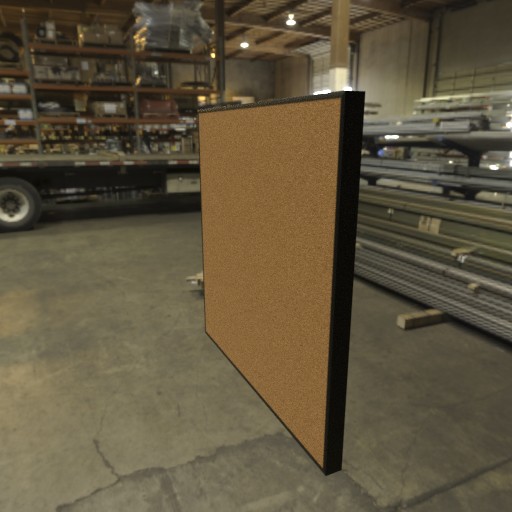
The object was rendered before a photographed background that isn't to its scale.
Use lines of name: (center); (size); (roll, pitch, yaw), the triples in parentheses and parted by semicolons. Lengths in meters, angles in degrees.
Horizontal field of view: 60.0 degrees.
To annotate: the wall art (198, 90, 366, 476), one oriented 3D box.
wall art: (0.000, 0.000, 1.174); (0.042, 0.766, 0.769); (-7, 17, -25)
